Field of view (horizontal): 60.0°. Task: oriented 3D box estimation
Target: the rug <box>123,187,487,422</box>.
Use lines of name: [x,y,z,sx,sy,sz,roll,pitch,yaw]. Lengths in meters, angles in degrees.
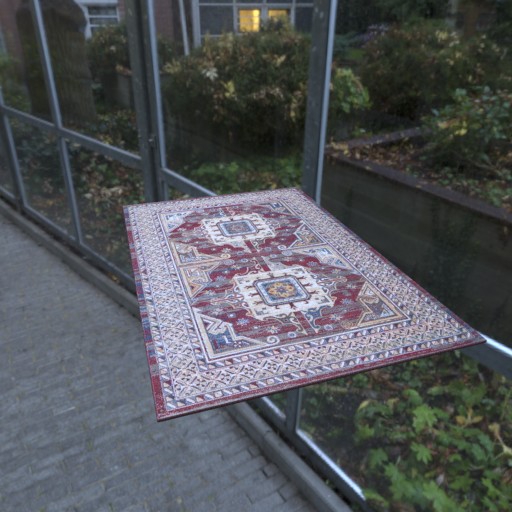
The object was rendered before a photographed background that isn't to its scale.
rug: [0.000,0.000,5.637,3.033,0.033,4.578,-9,29,-16]
